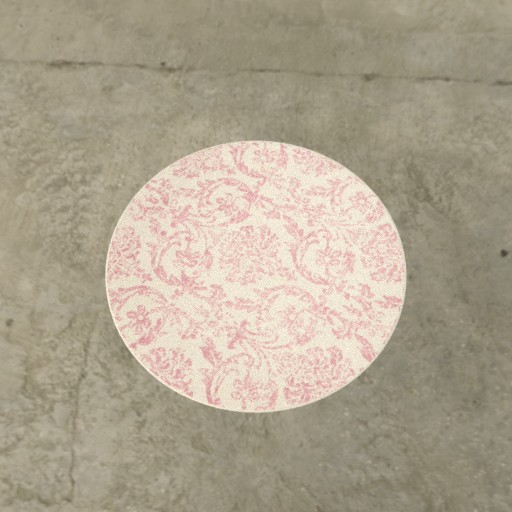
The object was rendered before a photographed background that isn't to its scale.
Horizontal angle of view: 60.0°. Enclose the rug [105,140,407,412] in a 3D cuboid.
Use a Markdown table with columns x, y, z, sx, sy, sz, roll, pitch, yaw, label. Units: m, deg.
| x | y | z | sx | sy | sz | roll | pitch | yaw | label |
| --- | --- | --- | --- | --- | --- | --- | --- | --- | --- |
| 0.000 | 0.000 | 2.371 | 1.593 | 0.012 | 1.593 | 0 | 63 | 0 | rug |
